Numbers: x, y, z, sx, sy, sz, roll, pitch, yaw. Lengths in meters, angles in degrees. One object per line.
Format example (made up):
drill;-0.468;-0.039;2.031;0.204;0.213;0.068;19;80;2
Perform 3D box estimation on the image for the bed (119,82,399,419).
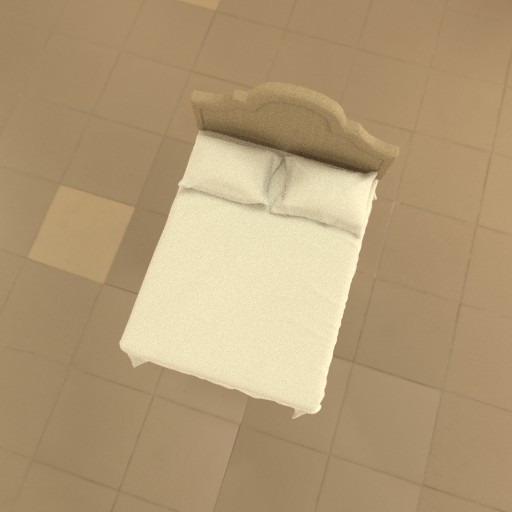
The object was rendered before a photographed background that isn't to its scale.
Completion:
bed;0.000;0.000;3.431;1.780;1.634;2.222;17;76;4
